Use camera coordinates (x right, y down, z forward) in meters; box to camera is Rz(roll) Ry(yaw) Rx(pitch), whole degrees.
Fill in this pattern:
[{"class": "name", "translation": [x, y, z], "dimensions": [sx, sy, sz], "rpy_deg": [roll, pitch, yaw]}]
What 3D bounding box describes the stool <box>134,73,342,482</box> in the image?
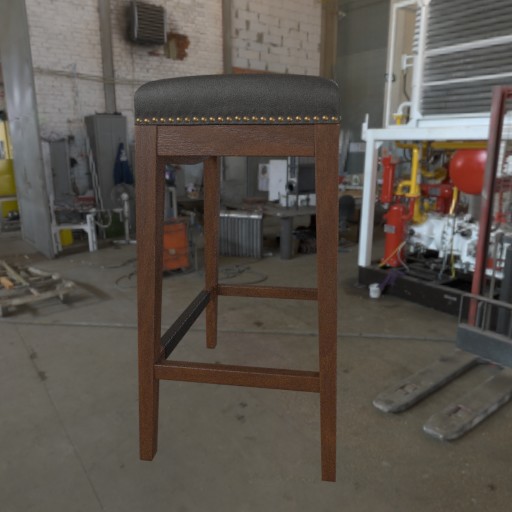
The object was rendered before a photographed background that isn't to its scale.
[{"class": "stool", "translation": [0.000, 0.000, 0.937], "dimensions": [0.353, 0.664, 0.490], "rpy_deg": [2, 14, 9]}]
